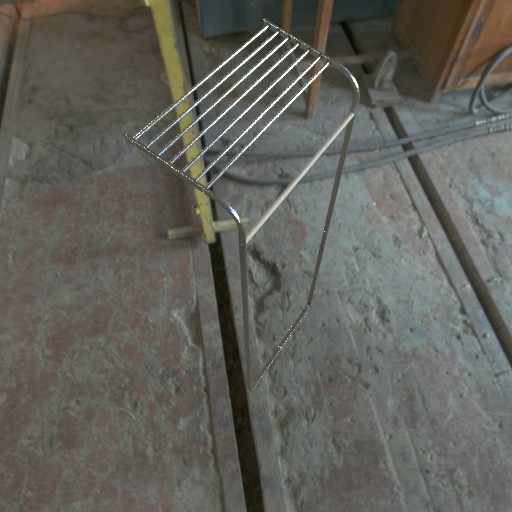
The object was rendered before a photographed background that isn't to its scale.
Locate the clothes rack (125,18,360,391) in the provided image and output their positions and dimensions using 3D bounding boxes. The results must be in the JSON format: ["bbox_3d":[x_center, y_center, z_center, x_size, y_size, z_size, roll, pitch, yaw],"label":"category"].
[{"bbox_3d":[0.000,0.000,1.809,0.349,1.574,0.609,30,63,17],"label":"clothes rack"}]
